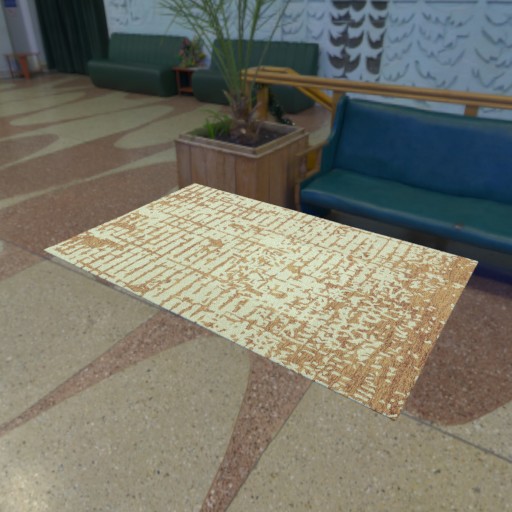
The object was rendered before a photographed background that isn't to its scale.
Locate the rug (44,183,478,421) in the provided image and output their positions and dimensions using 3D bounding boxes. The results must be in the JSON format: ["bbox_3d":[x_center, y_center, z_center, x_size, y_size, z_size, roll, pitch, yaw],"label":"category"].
[{"bbox_3d":[0.000,0.000,2.922,2.435,0.011,1.517,19,35,30],"label":"rug"}]
